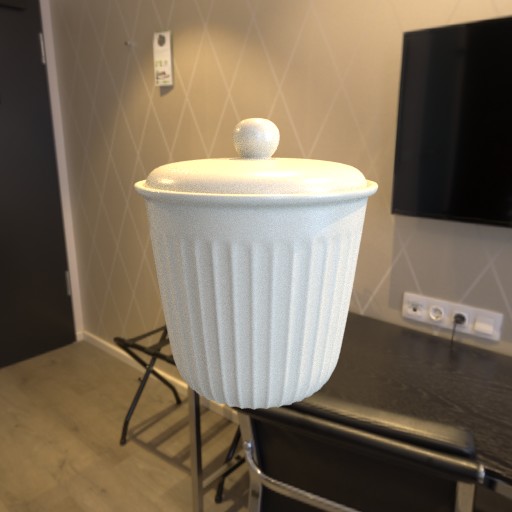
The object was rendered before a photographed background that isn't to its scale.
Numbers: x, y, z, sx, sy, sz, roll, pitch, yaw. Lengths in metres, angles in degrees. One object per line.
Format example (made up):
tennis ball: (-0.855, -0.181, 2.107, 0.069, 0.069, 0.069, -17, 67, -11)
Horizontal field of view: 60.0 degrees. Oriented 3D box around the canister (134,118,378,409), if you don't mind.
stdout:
canister: (0.000, 0.000, 0.354, 0.181, 0.211, 0.181, 0, 15, 0)
